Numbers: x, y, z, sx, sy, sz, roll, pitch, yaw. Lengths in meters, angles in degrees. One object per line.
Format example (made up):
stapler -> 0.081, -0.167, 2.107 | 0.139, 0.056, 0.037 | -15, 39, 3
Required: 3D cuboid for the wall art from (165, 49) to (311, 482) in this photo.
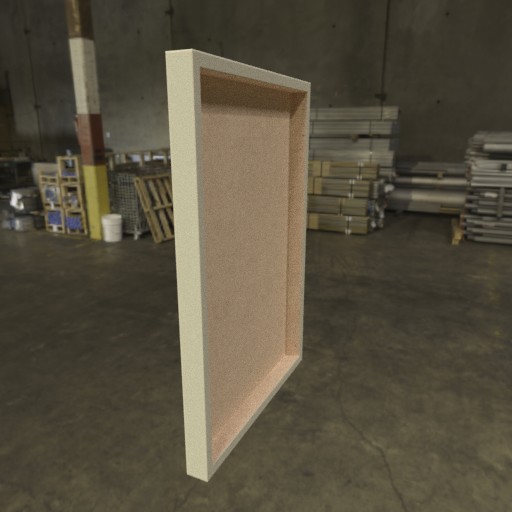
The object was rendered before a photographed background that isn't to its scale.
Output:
wall art -> 0.000, 0.000, 0.784 | 0.038, 0.608, 0.418 | 7, 17, 25
